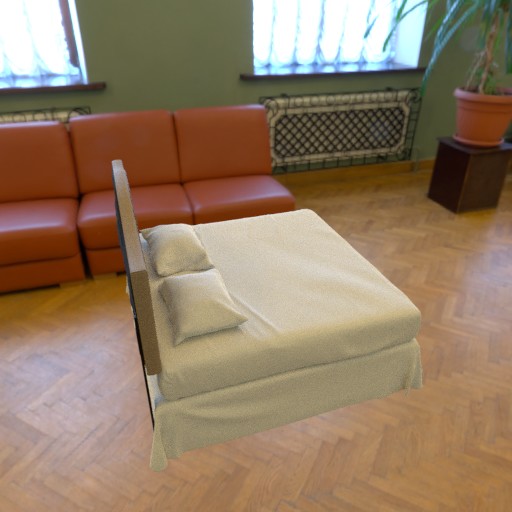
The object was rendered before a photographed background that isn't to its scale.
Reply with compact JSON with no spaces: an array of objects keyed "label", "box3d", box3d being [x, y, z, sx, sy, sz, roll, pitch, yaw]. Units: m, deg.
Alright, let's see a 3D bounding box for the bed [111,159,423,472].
[{"label":"bed","box3d":[0.000,0.000,3.741,2.222,1.651,2.311,-10,31,-16]}]
